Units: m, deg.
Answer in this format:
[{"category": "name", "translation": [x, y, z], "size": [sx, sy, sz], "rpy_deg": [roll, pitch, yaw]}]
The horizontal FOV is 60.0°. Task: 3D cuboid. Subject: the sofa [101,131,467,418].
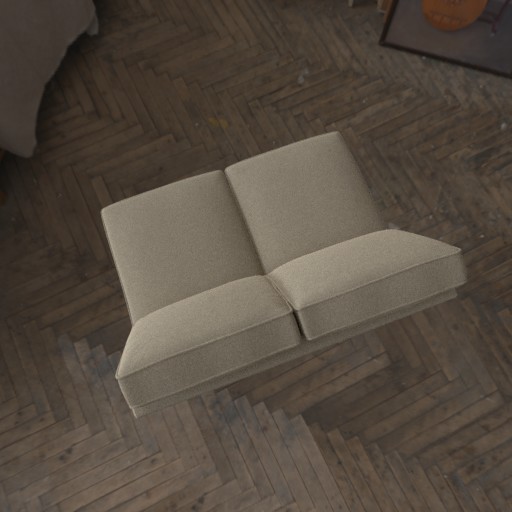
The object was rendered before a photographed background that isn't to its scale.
[{"category": "sofa", "translation": [0.000, 0.000, 1.976], "size": [1.237, 1.008, 0.951], "rpy_deg": [-20, 76, -5]}]
